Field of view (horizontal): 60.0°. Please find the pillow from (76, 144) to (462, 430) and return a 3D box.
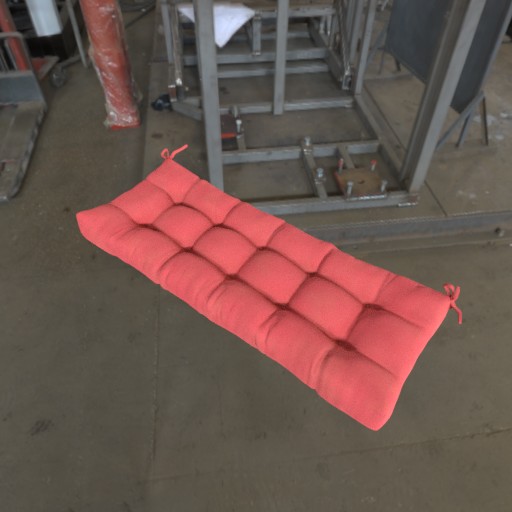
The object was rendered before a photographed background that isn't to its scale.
[{"bbox_3d":[0.000,0.000,1.377,1.194,0.174,0.511,29,53,25],"label":"pillow"}]
